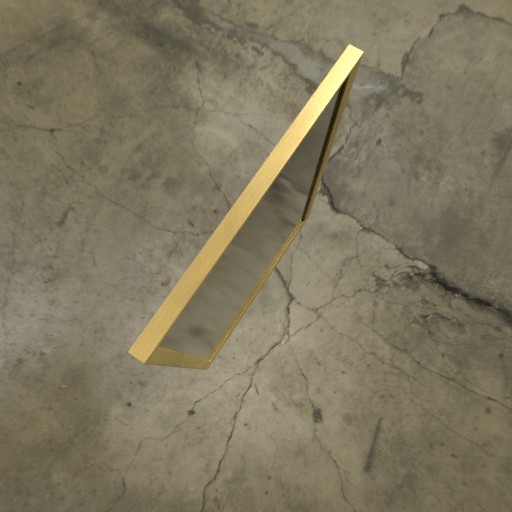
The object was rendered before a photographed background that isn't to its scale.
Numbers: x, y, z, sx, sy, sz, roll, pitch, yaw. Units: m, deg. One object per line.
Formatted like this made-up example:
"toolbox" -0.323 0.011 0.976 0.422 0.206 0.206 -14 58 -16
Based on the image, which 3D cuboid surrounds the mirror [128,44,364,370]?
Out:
"mirror" 0.000 0.000 1.340 0.040 1.016 0.762 32 77 8
